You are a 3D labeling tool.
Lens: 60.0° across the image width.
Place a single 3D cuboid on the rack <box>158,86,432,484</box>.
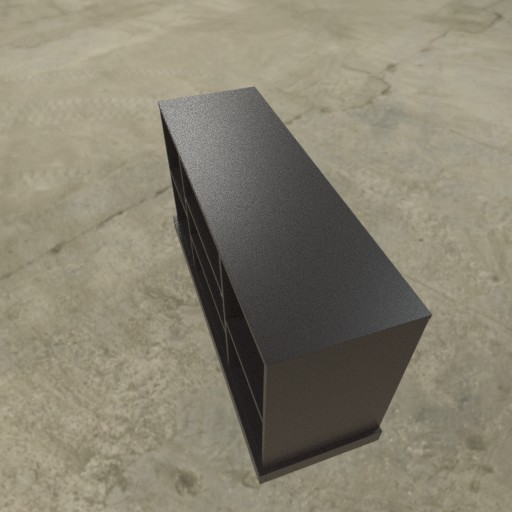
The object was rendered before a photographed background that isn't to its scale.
[{"bbox_3d":[0.000,0.000,1.529,0.399,0.635,1.206,-14,47,-13],"label":"rack"}]
